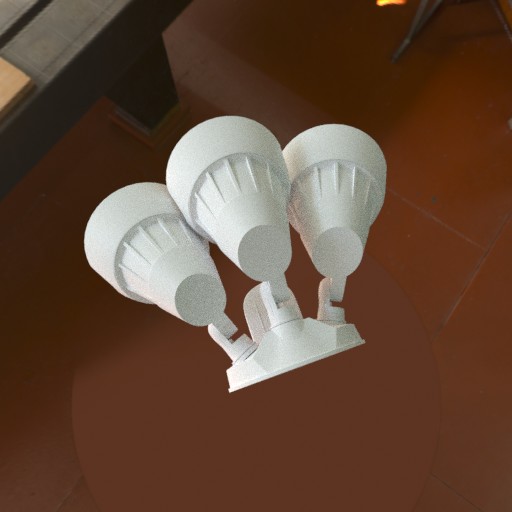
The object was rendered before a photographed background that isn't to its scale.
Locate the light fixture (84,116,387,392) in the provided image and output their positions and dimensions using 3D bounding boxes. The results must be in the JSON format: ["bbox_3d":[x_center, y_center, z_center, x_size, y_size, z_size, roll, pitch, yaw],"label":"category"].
[{"bbox_3d":[0.000,0.000,0.536,0.369,0.237,0.278,-19,75,-5],"label":"light fixture"}]
